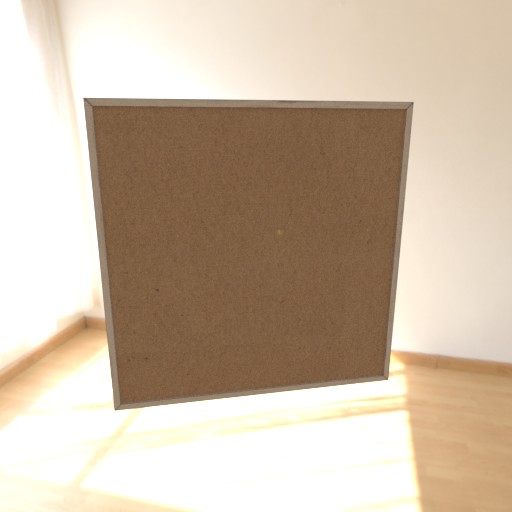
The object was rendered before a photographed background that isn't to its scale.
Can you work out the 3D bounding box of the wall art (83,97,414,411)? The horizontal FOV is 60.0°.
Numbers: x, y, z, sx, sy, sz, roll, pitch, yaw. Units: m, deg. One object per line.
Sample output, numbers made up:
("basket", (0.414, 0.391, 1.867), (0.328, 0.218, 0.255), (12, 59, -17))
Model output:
("wall art", (0.000, 0.000, 0.462), (0.305, 0.305, 0.038), (-3, 16, -11))
